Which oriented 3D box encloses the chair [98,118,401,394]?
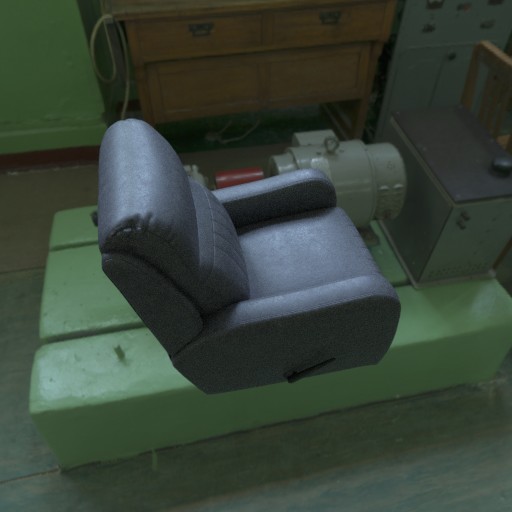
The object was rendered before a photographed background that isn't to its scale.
[{"bbox_3d":[0.000,0.000,1.858,1.067,1.067,0.865,-10,48,-9],"label":"chair"}]
